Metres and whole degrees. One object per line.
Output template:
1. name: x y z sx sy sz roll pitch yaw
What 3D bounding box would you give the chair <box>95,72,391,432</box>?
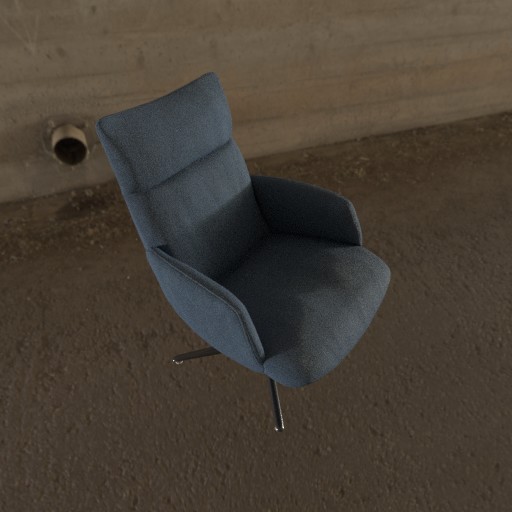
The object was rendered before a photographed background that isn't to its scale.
1. chair: 0.000 0.000 1.601 0.889 1.016 0.711 25 47 26
